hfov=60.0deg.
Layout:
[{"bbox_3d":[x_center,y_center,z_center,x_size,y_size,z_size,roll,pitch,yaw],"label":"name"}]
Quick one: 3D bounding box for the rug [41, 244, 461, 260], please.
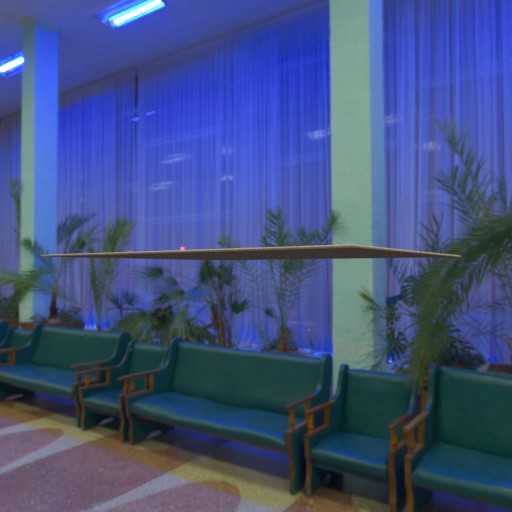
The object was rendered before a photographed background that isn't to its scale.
[{"bbox_3d":[0.000,0.000,4.113,3.039,0.018,2.462,-1,-2,36],"label":"rug"}]
